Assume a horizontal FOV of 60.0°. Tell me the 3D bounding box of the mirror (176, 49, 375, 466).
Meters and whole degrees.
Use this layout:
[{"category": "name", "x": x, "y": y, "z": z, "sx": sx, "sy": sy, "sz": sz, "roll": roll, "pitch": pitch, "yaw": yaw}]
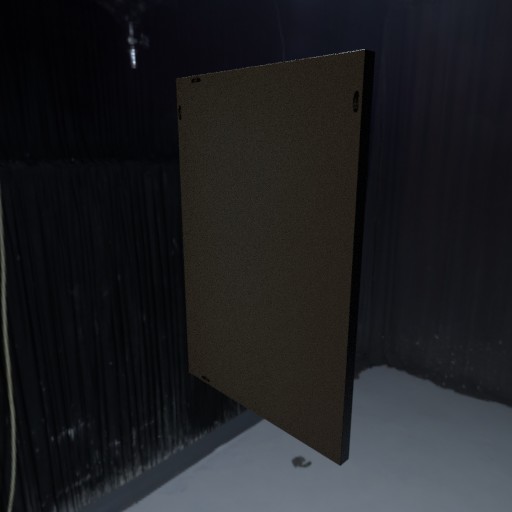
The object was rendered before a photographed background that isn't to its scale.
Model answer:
[{"category": "mirror", "x": 0.000, "y": 0.000, "z": 1.159, "sx": 0.040, "sy": 0.915, "sz": 0.609, "roll": -14, "pitch": 21, "yaw": -42}]
